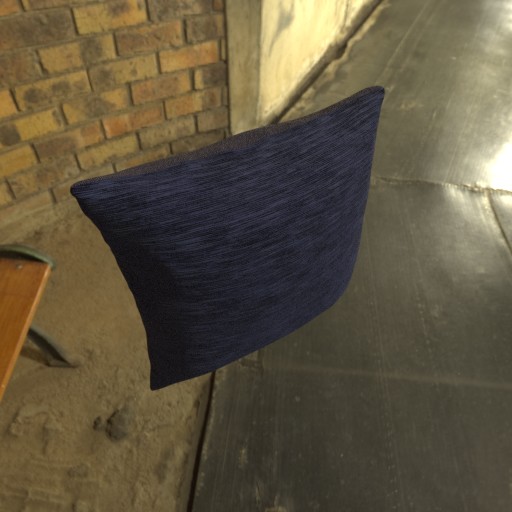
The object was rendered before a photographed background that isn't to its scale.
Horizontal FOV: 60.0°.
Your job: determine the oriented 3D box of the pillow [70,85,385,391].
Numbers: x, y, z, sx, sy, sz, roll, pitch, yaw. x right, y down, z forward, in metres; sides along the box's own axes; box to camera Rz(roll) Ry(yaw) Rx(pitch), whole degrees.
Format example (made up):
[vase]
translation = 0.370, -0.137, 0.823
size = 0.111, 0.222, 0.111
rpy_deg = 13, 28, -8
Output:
[pillow]
translation = 0.000, 0.000, 0.693
size = 0.452, 0.439, 0.204
rpy_deg = -25, 50, -23
